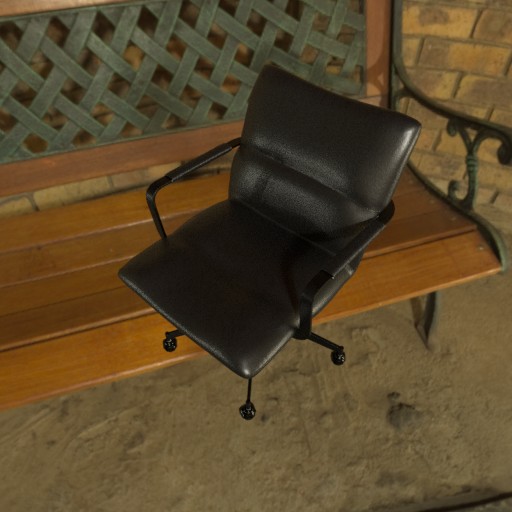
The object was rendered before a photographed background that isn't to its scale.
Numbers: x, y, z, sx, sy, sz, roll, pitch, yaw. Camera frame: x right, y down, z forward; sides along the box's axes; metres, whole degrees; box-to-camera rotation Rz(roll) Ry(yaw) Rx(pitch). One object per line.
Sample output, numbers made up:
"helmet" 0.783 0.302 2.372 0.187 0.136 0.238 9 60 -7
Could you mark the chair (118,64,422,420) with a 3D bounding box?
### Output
"chair" 0.000 0.000 1.484 0.719 0.922 0.748 32 55 26
